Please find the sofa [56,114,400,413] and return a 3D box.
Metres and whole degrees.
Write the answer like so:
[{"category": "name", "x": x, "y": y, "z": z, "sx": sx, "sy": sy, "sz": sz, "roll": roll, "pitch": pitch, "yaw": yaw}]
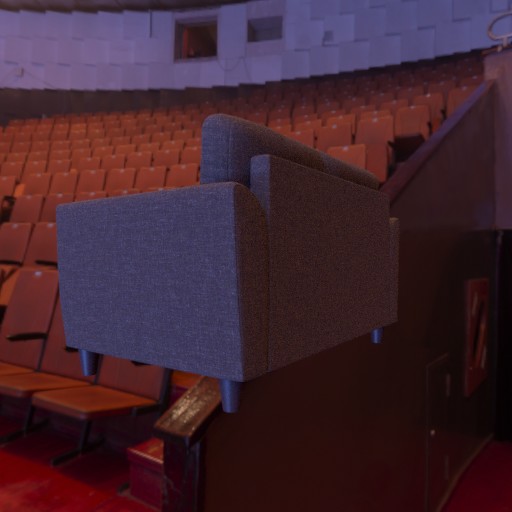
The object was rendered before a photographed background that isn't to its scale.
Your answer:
[{"category": "sofa", "x": 0.000, "y": 0.000, "z": 1.967, "sx": 0.851, "sy": 0.885, "sz": 1.423, "roll": 0, "pitch": 0, "yaw": 35}]
